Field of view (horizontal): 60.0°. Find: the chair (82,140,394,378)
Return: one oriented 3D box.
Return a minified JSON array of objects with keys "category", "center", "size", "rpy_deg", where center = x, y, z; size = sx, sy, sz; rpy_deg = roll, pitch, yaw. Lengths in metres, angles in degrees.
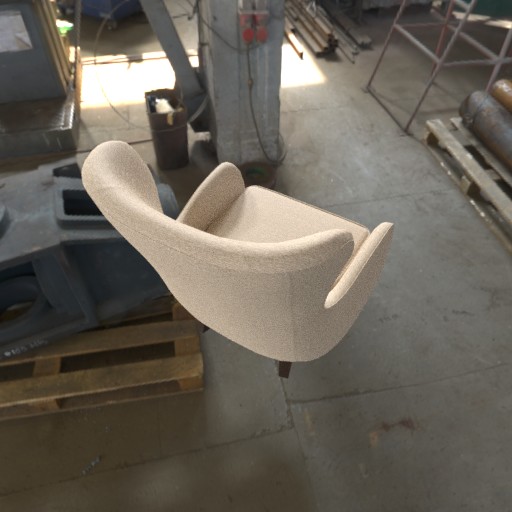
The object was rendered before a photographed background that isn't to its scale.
[{"category":"chair","center":[0.000,0.000,1.774],"size":[0.861,1.064,0.984],"rpy_deg":[24,51,22]}]
